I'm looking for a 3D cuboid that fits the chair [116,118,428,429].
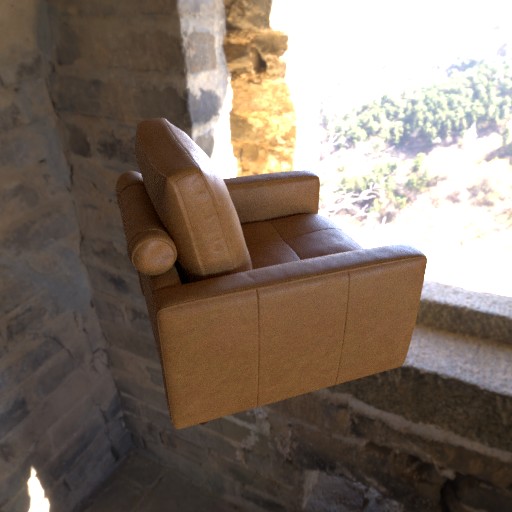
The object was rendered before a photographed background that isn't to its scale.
[{"bbox_3d":[0.000,0.000,1.572,0.868,0.896,0.831,-10,32,-17],"label":"chair"}]
